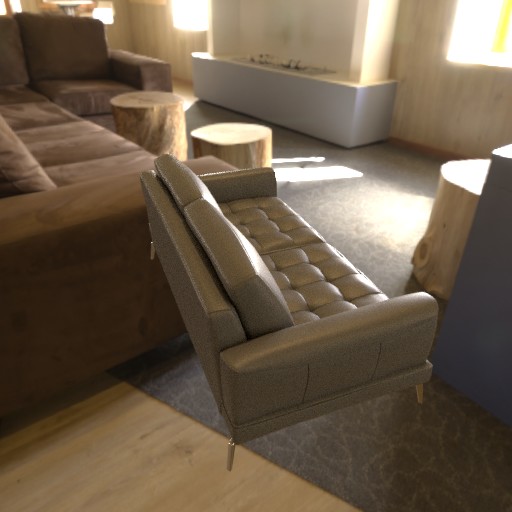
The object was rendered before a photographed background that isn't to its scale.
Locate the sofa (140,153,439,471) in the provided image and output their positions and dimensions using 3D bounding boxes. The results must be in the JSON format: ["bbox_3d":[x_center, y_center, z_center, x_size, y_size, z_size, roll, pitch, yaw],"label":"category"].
[{"bbox_3d":[0.000,0.000,2.819,1.121,0.930,2.177,-11,33,-18],"label":"sofa"}]
